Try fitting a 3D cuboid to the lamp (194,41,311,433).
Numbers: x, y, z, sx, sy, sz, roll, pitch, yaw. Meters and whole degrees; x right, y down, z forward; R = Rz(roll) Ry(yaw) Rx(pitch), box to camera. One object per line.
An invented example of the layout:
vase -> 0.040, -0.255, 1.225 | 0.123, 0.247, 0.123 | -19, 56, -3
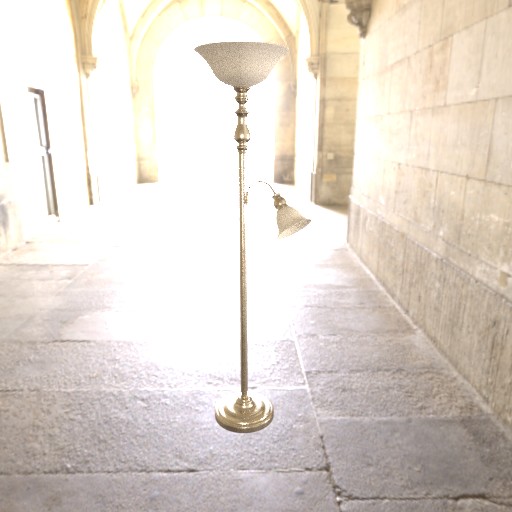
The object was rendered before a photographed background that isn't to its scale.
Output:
lamp -> 0.000, 0.000, 2.070 | 0.575, 1.785, 0.405 | 14, 21, 41
